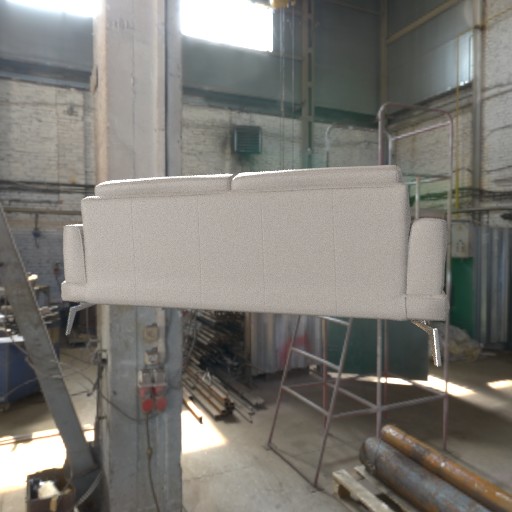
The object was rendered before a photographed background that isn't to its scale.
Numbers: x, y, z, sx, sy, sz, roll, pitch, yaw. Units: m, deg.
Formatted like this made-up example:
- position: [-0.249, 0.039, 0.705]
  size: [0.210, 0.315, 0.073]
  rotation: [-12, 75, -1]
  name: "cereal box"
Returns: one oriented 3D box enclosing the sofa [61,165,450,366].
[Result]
- position: [0.000, 0.000, 2.782]
  size: [2.177, 0.930, 1.121]
  rotation: [1, 2, 19]
  name: "sofa"
